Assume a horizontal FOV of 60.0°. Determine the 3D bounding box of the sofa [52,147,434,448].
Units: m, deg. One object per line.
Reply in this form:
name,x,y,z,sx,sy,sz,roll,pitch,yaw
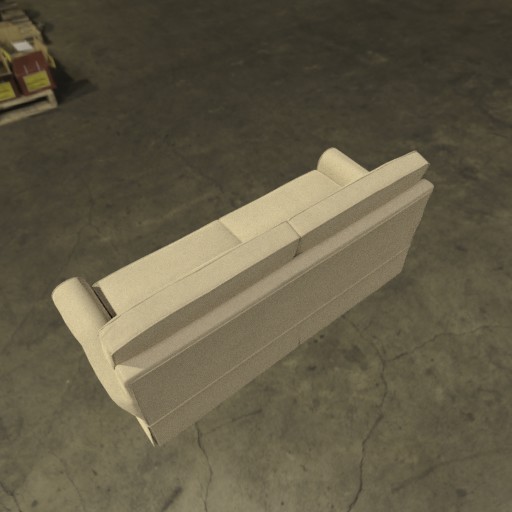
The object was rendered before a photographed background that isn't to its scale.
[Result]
sofa,0.000,0.000,2.751,2.246,1.014,0.900,-30,55,-24
